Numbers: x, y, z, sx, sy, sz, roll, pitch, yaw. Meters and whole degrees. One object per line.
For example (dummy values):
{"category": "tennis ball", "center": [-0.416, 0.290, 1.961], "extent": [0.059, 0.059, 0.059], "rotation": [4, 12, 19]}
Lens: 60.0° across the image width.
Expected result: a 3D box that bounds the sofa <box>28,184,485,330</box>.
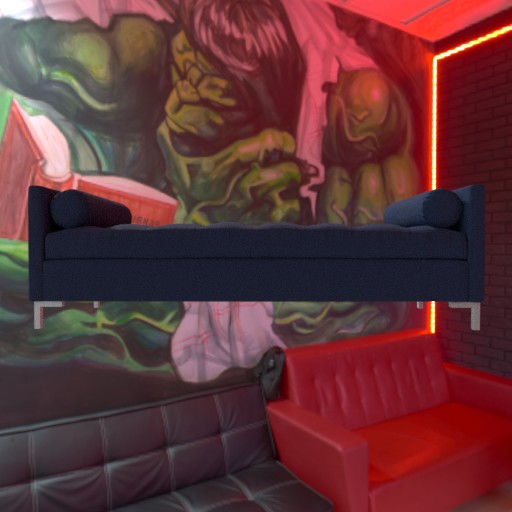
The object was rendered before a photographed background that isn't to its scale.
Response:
{"category": "sofa", "center": [0.000, 0.000, 2.383], "extent": [2.102, 0.657, 0.797], "rotation": [0, 1, 1]}
